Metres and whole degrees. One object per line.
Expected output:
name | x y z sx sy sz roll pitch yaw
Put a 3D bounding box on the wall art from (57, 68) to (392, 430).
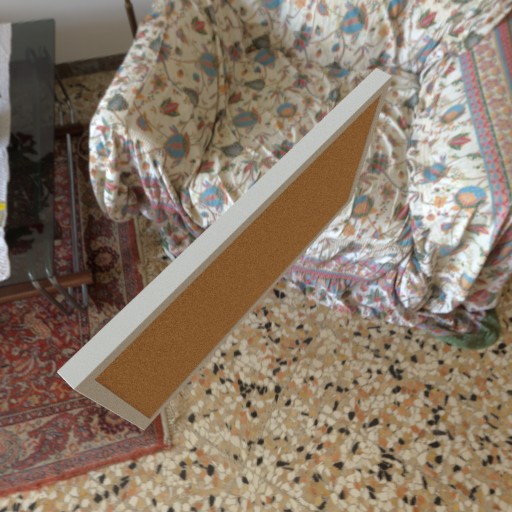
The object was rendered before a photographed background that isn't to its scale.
wall art | 0.000 0.000 0.946 0.038 0.431 0.812 37 68 18
